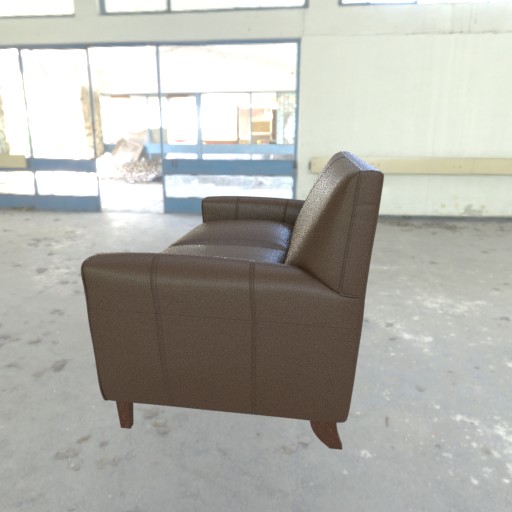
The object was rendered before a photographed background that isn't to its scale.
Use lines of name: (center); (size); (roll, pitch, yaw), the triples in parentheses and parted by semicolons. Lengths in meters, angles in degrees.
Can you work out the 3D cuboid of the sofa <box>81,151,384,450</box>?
sofa: (0.000, 0.000, 1.944); (0.853, 0.859, 1.468); (2, 15, 8)
